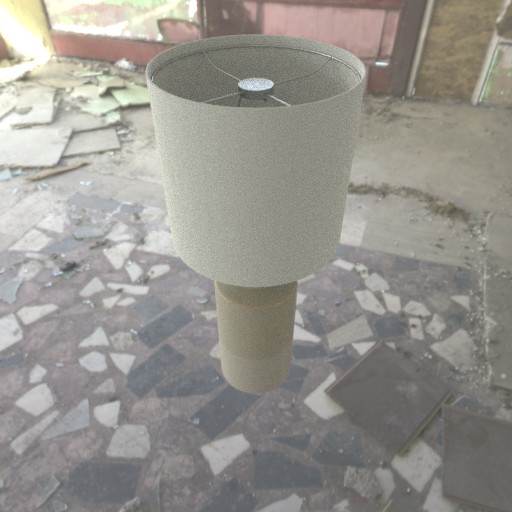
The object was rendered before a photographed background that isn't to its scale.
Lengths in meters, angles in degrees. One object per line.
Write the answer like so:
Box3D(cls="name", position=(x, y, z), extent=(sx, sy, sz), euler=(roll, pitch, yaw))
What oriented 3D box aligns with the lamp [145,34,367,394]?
Box3D(cls="lamp", position=(0.000, 0.000, 0.592), extent=(0.212, 0.493, 0.212), euler=(-25, 47, -26))
